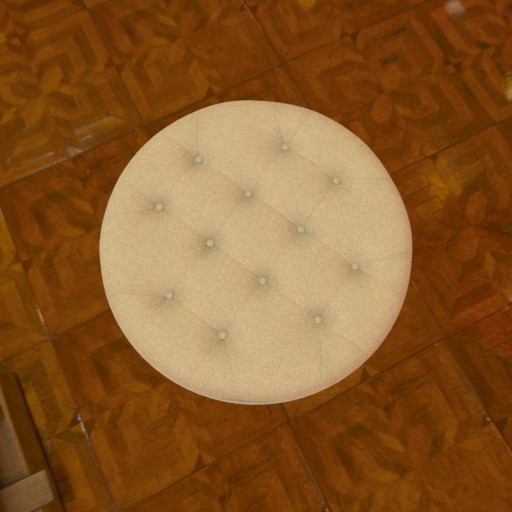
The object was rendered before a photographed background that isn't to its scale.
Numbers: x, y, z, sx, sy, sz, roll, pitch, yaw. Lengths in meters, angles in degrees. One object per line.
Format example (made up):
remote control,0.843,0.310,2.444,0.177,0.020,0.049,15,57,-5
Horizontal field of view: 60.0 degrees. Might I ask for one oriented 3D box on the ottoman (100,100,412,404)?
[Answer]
ottoman,0.000,0.000,1.371,0.849,0.478,0.849,0,76,0
